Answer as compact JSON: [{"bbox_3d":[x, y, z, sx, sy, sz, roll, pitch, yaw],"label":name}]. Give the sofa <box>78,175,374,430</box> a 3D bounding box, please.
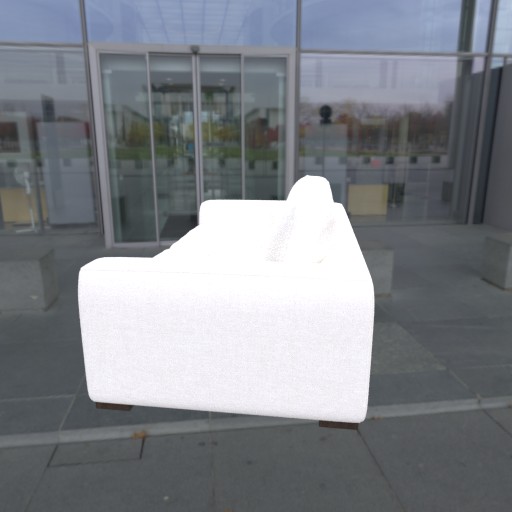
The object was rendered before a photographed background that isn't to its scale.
[{"bbox_3d":[0.000,0.000,2.451,1.069,0.801,1.920,2,15,7],"label":"sofa"}]
